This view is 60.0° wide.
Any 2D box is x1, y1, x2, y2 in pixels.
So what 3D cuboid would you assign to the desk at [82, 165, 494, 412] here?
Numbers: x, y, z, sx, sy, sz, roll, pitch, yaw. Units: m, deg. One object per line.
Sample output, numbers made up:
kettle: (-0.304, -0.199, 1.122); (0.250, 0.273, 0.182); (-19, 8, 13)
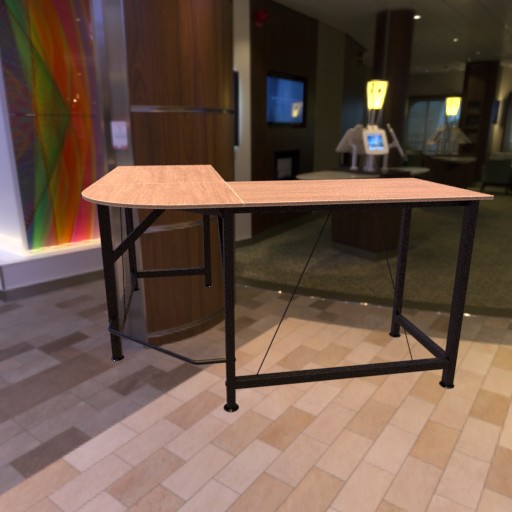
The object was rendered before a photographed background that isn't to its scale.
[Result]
desk: (0.000, 0.000, 2.161); (1.400, 0.762, 1.400); (-3, 17, -9)
